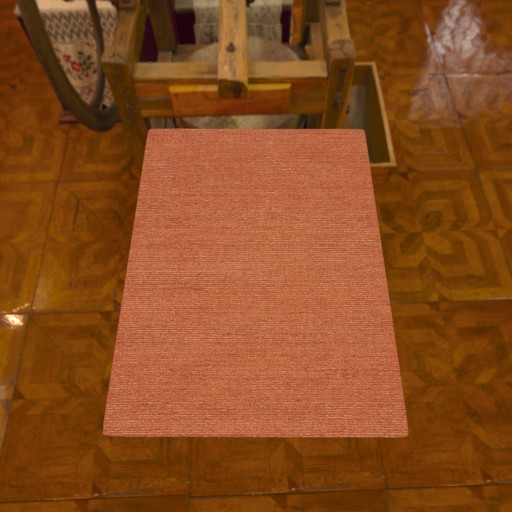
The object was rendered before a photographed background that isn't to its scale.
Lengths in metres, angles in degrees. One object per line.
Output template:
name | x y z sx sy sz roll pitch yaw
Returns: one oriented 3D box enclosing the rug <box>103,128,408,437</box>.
rug | 0.000 0.000 2.780 1.594 0.009 2.112 0 62 0
